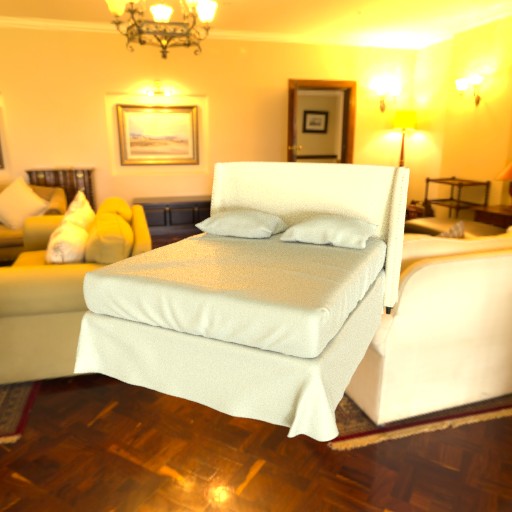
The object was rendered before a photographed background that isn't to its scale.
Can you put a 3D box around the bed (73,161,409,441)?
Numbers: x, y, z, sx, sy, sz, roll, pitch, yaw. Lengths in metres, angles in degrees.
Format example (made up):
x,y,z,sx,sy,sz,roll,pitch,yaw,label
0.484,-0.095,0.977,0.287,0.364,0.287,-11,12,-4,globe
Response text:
x,y,z,sx,sy,sz,roll,pitch,yaw,label
0.000,0.000,3.464,1.925,1.332,2.276,7,16,25,bed
